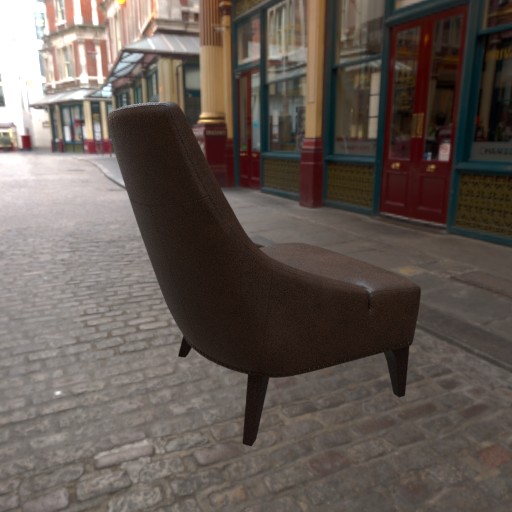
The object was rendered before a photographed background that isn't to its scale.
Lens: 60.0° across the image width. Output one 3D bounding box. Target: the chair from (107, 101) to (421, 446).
[{"bbox_3d":[0.000,0.000,1.471,0.861,0.909,0.701,-7,16,-26],"label":"chair"}]
